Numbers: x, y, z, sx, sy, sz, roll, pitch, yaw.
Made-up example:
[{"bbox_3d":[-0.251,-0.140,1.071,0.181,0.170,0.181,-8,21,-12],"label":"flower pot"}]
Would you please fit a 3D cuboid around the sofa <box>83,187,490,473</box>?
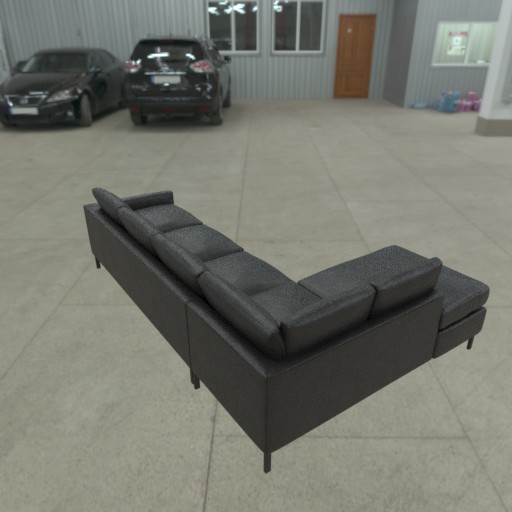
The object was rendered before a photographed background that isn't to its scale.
[{"bbox_3d":[0.000,0.000,3.694,1.938,0.877,2.984,-17,31,-31],"label":"sofa"}]
